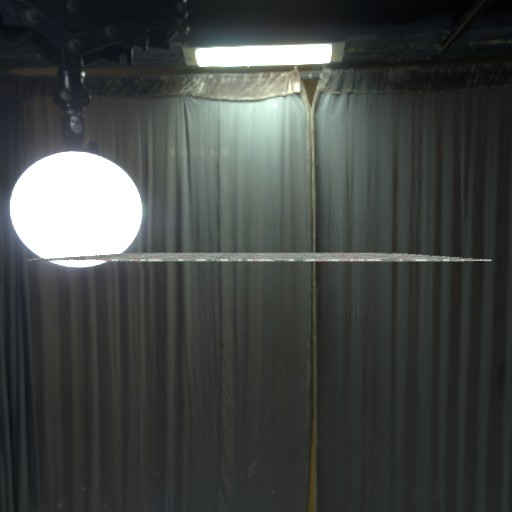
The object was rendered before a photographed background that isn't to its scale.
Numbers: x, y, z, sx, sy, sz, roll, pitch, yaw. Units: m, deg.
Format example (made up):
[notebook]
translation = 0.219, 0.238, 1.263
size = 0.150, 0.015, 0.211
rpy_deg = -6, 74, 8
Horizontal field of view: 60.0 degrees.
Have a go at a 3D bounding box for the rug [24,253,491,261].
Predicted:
[rug]
translation = 0.000, 0.000, 2.309
size = 1.829, 0.010, 1.219
rpy_deg = 0, 2, 0
